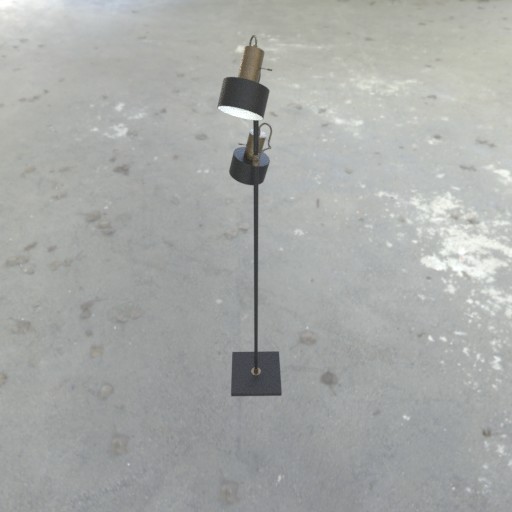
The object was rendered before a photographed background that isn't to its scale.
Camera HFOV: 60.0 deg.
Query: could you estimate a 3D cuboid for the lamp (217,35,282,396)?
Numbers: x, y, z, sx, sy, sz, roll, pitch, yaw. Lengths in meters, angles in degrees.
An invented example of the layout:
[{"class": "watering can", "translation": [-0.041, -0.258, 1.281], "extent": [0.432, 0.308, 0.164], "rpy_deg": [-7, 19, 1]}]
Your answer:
[{"class": "lamp", "translation": [0.000, 0.000, 1.641], "extent": [0.233, 1.505, 0.315], "rpy_deg": [-1, 41, -1]}]
